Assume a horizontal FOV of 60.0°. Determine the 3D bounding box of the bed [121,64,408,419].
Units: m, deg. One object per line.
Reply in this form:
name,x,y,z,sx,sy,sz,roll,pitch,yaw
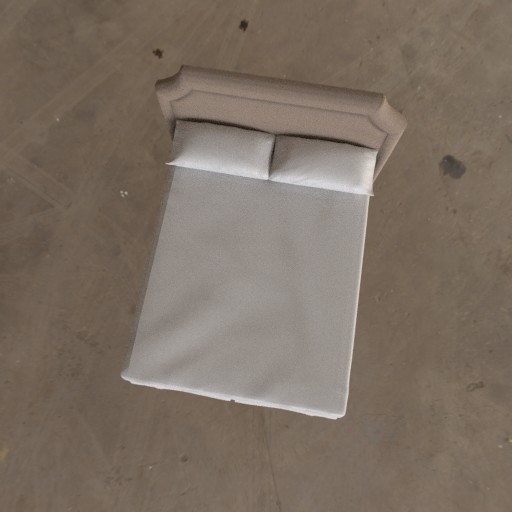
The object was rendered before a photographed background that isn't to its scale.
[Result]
bed,0.000,0.000,3.295,1.828,1.303,2.164,9,75,2
